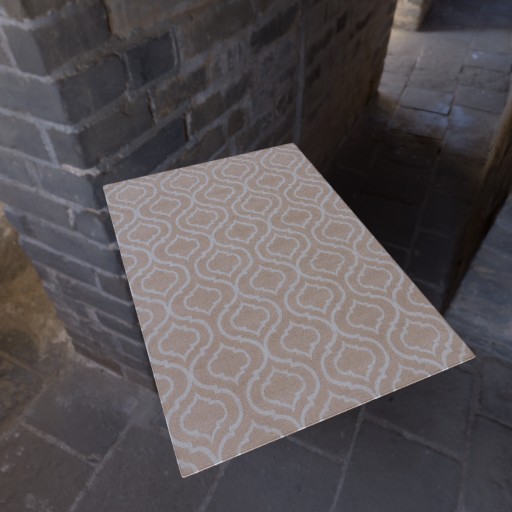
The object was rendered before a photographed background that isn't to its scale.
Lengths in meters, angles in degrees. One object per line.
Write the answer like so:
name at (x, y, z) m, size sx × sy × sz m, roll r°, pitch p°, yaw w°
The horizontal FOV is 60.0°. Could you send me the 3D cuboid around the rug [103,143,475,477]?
rug at (0.000, 0.000, 2.713) m, size 1.524 × 0.010 × 2.134 m, roll -16°, pitch 48°, yaw -15°
